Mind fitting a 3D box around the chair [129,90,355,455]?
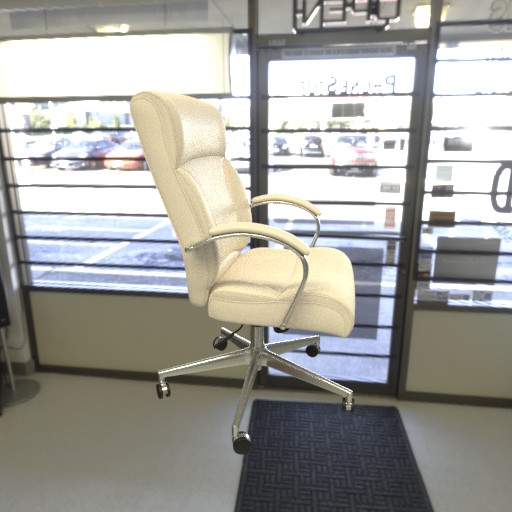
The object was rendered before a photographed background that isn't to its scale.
[{"bbox_3d":[0.000,0.000,1.582,0.745,1.099,0.727,3,16,11],"label":"chair"}]
